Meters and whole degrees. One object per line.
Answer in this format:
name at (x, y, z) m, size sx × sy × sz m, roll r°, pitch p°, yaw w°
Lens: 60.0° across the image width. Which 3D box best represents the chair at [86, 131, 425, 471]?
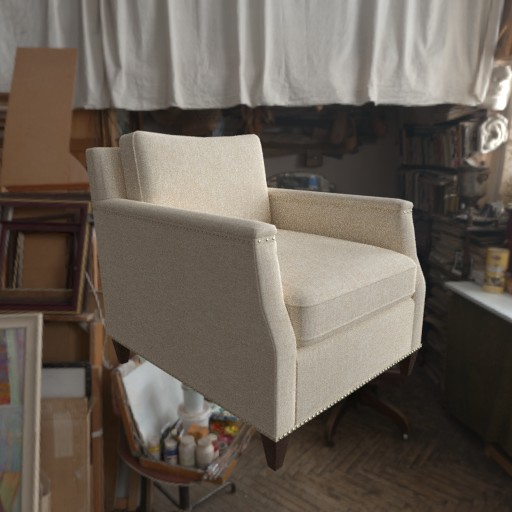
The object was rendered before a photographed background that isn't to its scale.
chair at (0.000, 0.000, 1.726) m, size 0.838 × 0.940 × 1.041 m, roll -13°, pitch 19°, yaw -43°
